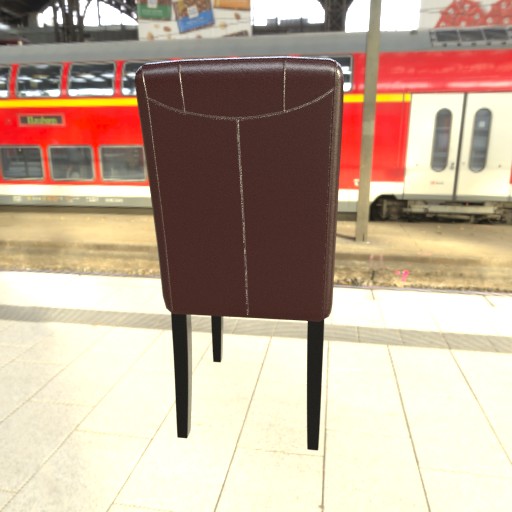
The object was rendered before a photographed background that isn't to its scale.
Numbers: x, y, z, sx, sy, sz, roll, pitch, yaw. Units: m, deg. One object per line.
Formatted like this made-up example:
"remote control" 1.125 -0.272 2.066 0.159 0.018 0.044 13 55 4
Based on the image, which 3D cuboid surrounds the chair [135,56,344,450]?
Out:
"chair" 0.000 0.000 1.185 0.399 0.897 0.556 2 15 8
